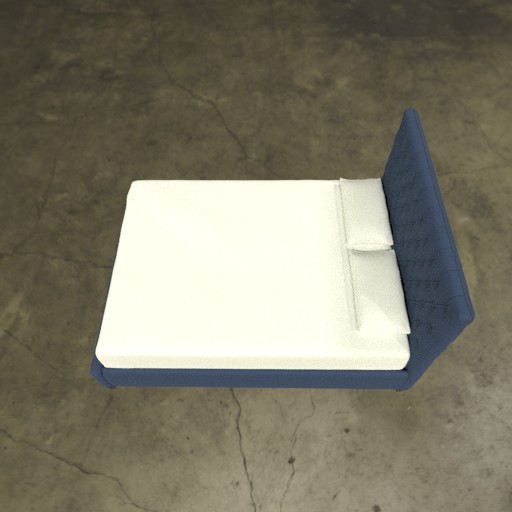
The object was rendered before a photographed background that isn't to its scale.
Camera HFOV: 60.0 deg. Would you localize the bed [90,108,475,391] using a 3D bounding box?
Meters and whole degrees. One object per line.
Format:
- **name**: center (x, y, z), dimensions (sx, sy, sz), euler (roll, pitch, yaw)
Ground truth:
- **bed**: center (0.000, 0.000, 3.384), dimensions (2.387, 1.427, 1.706), euler (0, 57, 0)
